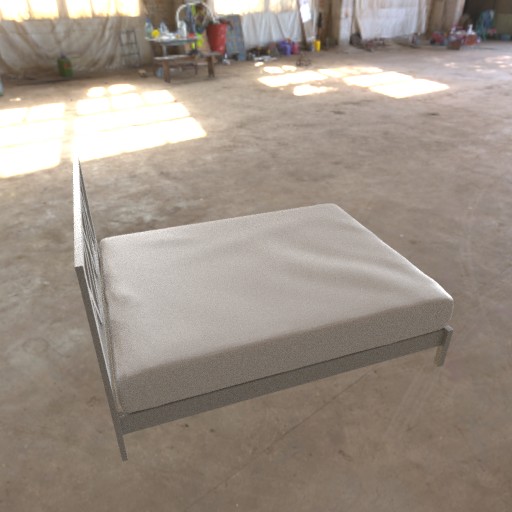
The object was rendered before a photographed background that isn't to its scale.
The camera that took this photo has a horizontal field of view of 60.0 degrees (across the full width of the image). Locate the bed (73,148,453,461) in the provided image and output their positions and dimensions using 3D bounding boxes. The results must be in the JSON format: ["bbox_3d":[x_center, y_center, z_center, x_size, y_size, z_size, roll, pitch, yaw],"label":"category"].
[{"bbox_3d":[0.000,0.000,3.065,2.135,1.253,1.673,-10,32,-17],"label":"bed"}]
